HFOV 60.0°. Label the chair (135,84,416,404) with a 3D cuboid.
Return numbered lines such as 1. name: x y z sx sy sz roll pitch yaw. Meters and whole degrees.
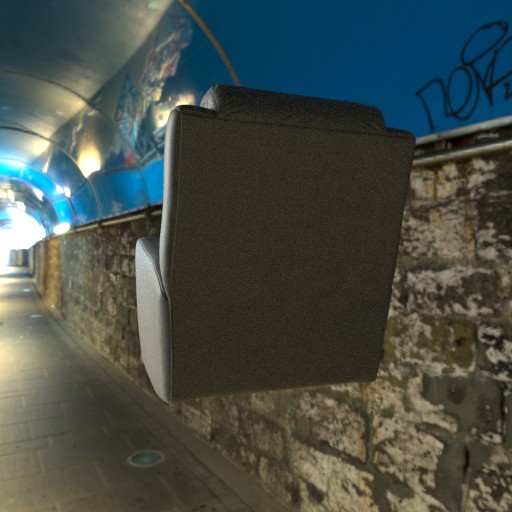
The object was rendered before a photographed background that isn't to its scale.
1. chair: 0.000 0.000 1.941 0.965 1.116 1.068 0 0 -19
